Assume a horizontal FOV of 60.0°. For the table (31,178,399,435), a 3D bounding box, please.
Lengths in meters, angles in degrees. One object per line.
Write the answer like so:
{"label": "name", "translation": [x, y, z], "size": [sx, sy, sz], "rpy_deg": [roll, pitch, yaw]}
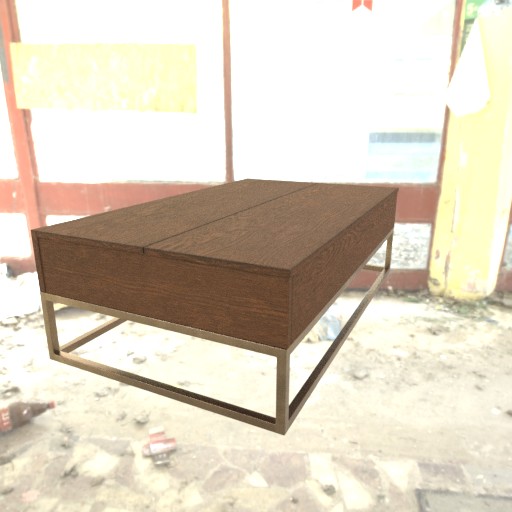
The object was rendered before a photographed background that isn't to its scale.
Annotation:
{"label": "table", "translation": [0.000, 0.000, 1.509], "size": [0.719, 0.361, 1.167], "rpy_deg": [8, 19, 25]}
